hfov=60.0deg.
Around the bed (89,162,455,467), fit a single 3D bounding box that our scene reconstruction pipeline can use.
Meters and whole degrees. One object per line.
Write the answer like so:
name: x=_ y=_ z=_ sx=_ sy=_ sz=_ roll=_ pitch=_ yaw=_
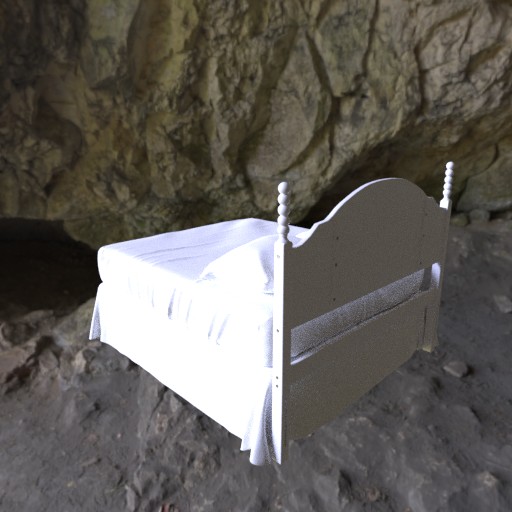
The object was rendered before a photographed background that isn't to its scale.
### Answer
bed: x=0.000 y=0.000 z=3.200 sx=1.873 sy=1.356 sz=2.040 roll=-15 pitch=22 yaw=-42
